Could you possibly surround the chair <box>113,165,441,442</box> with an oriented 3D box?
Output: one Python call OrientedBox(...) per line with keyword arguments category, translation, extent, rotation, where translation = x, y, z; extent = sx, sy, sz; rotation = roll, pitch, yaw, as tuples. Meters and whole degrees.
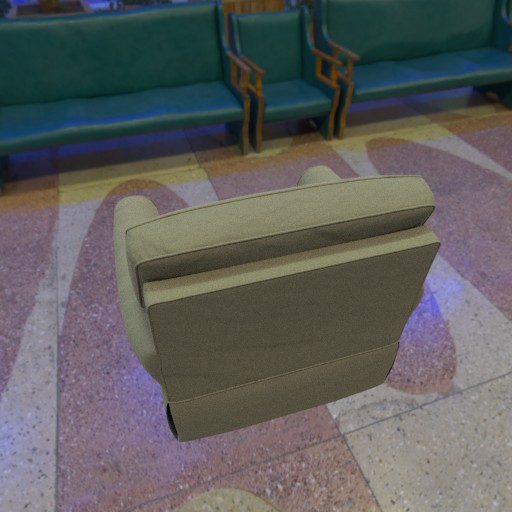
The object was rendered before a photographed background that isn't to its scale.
OrientedBox(category="chair", translation=(0.000, 0.000, 1.873), extent=(1.135, 1.017, 0.988), rotation=(-12, 43, -13))
